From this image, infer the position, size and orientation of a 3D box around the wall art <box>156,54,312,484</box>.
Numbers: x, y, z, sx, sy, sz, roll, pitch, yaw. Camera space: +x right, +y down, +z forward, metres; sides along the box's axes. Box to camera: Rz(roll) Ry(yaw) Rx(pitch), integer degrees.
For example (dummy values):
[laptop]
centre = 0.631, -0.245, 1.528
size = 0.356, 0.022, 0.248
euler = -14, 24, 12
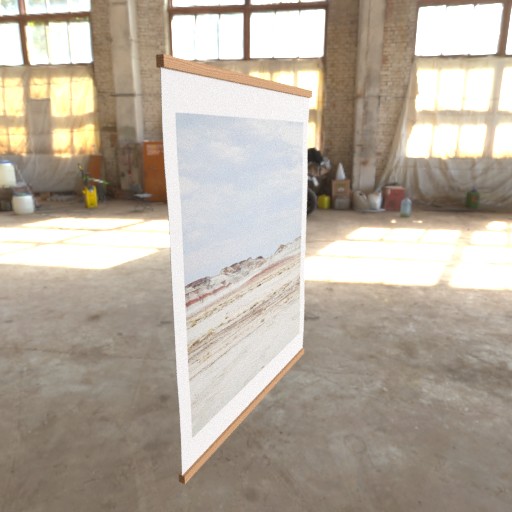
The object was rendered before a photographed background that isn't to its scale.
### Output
[wall art]
centre = 0.000, 0.000, 0.675
size = 0.010, 0.507, 0.404
euler = 8, 17, 27
